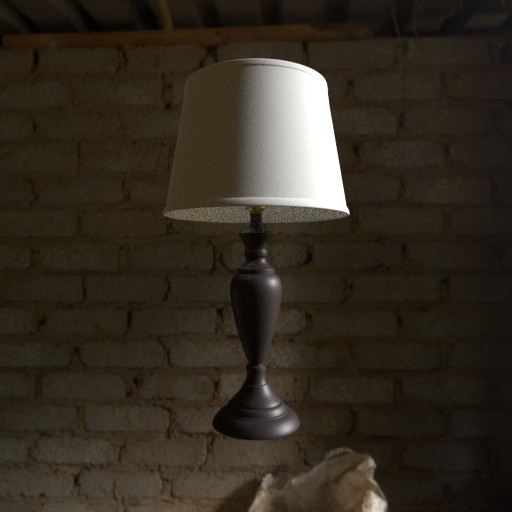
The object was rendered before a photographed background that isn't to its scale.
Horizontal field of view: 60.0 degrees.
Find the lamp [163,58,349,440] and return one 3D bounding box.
[{"bbox_3d":[0.000,0.000,0.812,0.335,0.611,0.335,0,0,0],"label":"lamp"}]
